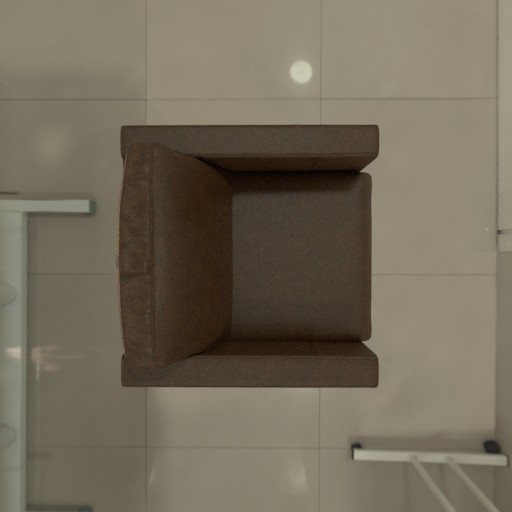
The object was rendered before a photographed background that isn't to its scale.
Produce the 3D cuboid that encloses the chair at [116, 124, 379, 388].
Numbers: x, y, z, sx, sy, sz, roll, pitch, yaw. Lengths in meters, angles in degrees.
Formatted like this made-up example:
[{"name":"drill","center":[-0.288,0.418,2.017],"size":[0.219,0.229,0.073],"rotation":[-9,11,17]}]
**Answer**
[{"name":"chair","center":[0.000,0.000,1.697],"size":[0.909,0.956,0.890],"rotation":[0,91,1]}]
